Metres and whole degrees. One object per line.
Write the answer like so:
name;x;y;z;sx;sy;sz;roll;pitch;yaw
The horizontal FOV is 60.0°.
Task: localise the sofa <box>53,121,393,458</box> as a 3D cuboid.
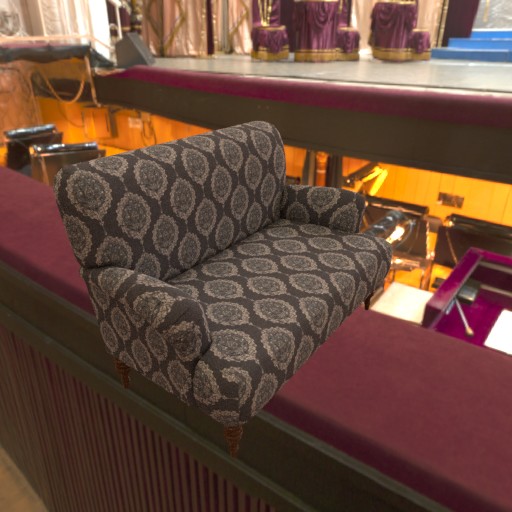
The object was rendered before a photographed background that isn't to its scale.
sofa;0.000;0.000;1.821;0.779;0.867;1.297;18;32;32
